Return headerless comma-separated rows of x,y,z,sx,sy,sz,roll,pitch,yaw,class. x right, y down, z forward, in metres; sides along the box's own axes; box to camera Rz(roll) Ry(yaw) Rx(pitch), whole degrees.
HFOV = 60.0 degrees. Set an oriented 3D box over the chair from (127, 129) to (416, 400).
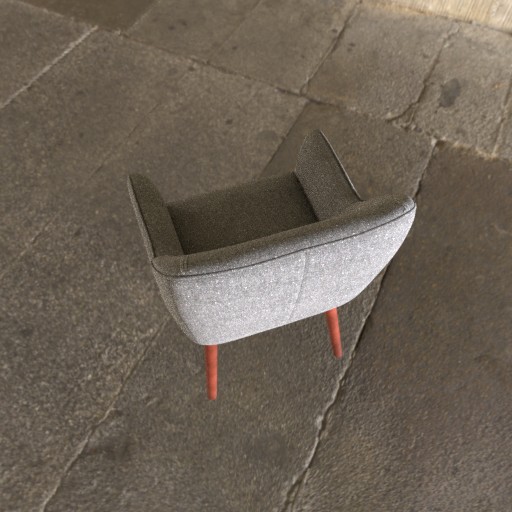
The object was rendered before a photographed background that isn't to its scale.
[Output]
0.000,0.000,1.182,0.543,0.803,0.519,-16,59,-10,chair
